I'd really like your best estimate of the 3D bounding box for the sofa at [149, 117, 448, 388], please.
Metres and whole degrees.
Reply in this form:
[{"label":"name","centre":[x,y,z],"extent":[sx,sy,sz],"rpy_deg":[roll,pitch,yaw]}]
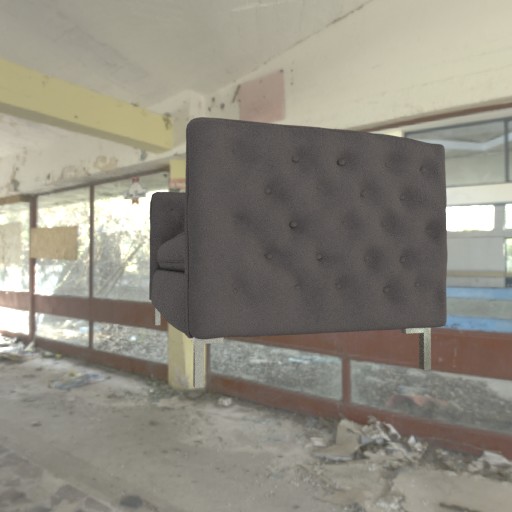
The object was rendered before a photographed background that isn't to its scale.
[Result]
[{"label":"sofa","centre":[0.000,0.000,2.110],"extent":[0.909,0.810,1.583],"rpy_deg":[0,-1,-17]}]
